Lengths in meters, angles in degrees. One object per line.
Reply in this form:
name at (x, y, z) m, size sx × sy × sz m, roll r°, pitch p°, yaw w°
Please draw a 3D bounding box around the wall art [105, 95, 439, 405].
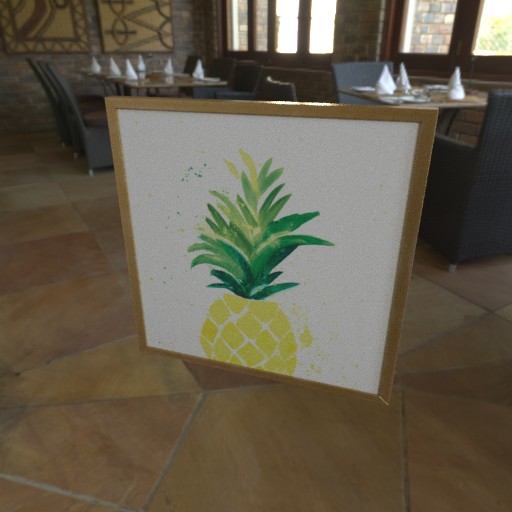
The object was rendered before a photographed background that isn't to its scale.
wall art at (0.000, 0.000, 1.150) m, size 0.762 × 0.760 × 0.037 m, roll 8°, pitch 26°, yaw 16°
